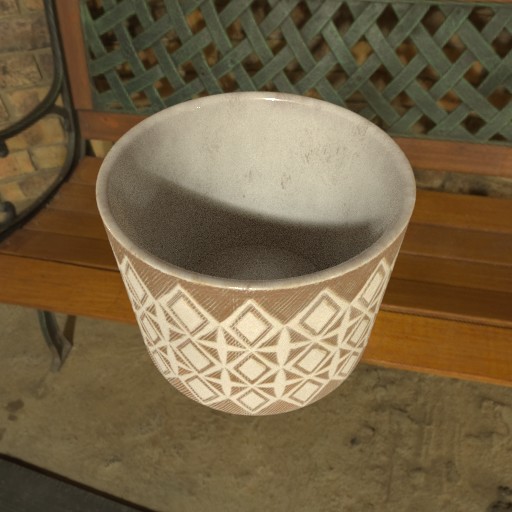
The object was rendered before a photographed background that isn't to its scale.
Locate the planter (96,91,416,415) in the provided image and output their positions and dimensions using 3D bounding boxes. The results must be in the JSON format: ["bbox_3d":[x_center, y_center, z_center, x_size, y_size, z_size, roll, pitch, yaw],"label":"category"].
[{"bbox_3d":[0.000,0.000,0.335,0.193,0.165,0.193,0,47,0],"label":"planter"}]
